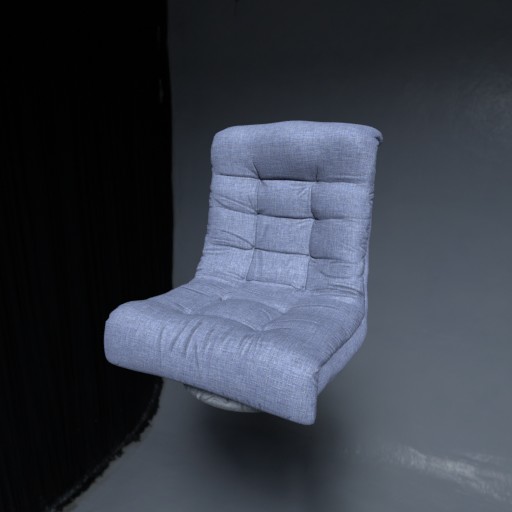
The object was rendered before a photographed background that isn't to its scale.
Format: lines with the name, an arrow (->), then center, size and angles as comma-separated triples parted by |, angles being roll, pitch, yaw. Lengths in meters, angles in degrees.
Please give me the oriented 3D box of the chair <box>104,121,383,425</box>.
chair -> 0.000, 0.000, 1.250 | 0.597, 0.749, 0.668 | 8, 16, 27
